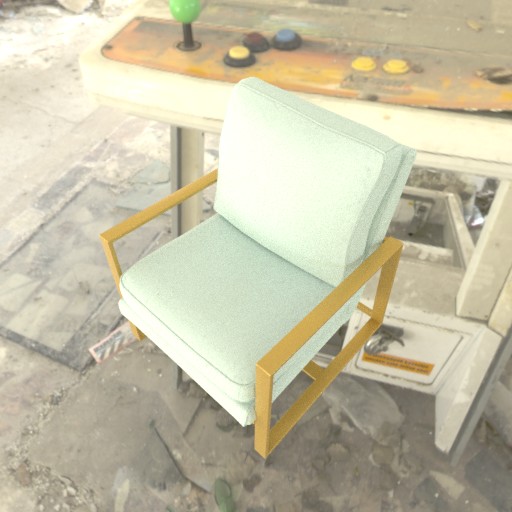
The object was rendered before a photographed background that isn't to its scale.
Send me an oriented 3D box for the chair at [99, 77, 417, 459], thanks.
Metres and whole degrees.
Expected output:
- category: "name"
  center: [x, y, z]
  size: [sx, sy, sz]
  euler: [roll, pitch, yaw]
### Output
- category: "chair"
  center: [0.000, 0.000, 1.557]
  size: [0.758, 0.956, 0.813]
  euler: [34, 56, 28]
